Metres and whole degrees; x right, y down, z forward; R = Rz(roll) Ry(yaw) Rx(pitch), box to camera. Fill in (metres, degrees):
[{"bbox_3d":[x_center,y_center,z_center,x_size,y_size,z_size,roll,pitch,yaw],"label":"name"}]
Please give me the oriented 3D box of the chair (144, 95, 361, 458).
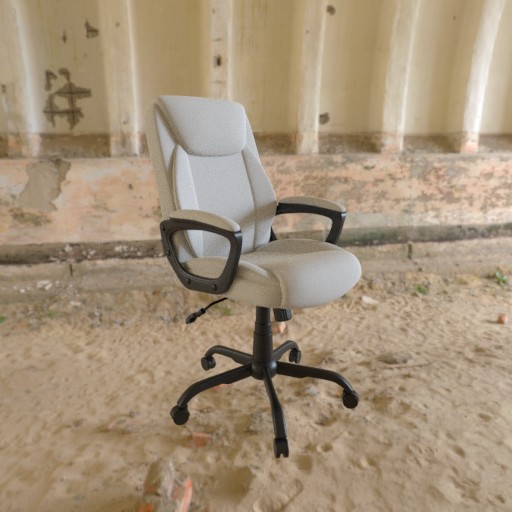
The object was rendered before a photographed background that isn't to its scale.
[{"bbox_3d":[0.000,0.000,1.519,0.669,1.065,0.663,14,19,43],"label":"chair"}]
